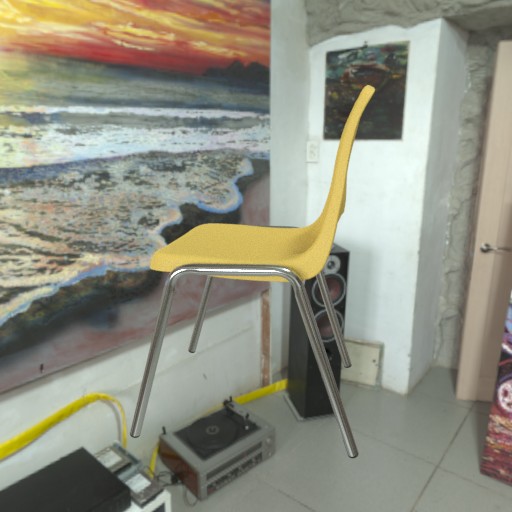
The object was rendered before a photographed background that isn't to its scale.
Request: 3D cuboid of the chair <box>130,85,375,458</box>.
[{"bbox_3d":[0.000,0.000,0.922,0.436,0.653,0.381,2,15,9],"label":"chair"}]
